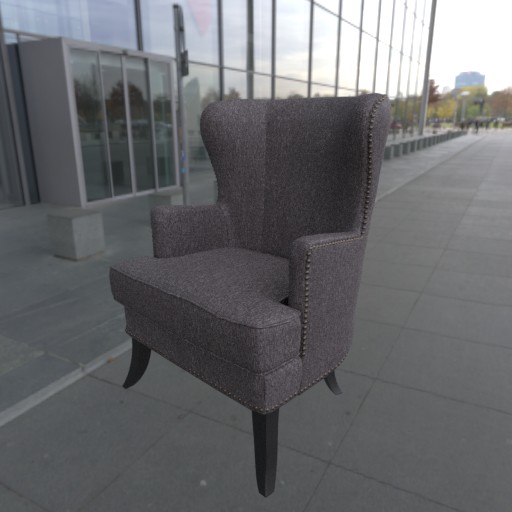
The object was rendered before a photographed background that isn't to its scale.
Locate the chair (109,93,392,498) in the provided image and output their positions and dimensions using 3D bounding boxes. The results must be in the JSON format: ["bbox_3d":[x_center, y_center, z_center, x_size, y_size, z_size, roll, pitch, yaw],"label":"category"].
[{"bbox_3d":[0.000,0.000,1.540,0.759,1.060,0.758,16,23,42],"label":"chair"}]
